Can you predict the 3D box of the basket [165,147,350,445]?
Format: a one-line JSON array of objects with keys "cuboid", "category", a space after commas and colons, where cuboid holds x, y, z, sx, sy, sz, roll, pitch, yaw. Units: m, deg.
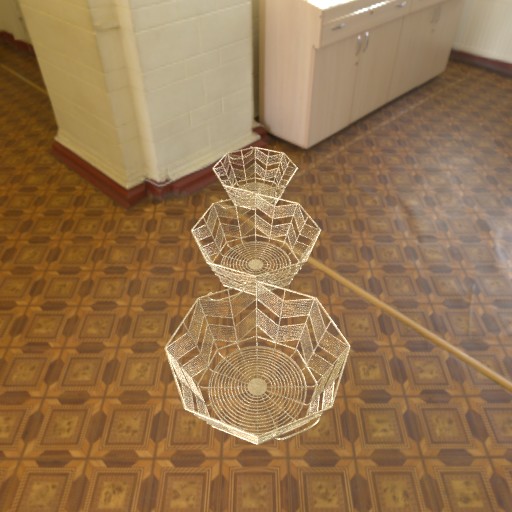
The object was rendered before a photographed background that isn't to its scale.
[{"cuboid": [0.000, 0.000, 1.389, 0.432, 0.178, 1.246, 0, 43, 0], "category": "basket"}]
